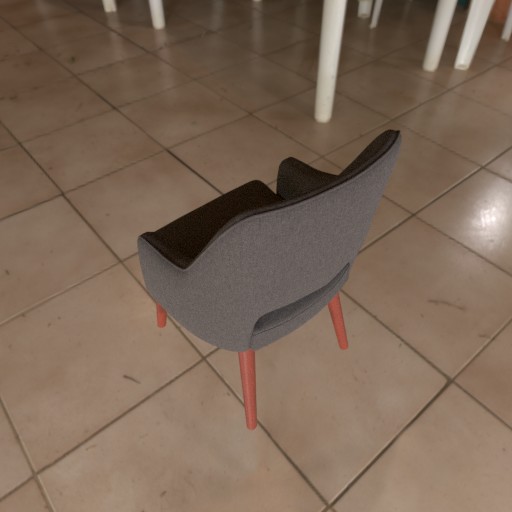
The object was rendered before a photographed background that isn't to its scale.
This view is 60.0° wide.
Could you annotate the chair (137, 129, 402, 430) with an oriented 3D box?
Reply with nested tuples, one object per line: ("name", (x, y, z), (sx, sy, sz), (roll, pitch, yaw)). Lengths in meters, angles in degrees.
("chair", (0.000, 0.000, 1.229), (0.559, 0.838, 0.560), (-32, 55, -27))
